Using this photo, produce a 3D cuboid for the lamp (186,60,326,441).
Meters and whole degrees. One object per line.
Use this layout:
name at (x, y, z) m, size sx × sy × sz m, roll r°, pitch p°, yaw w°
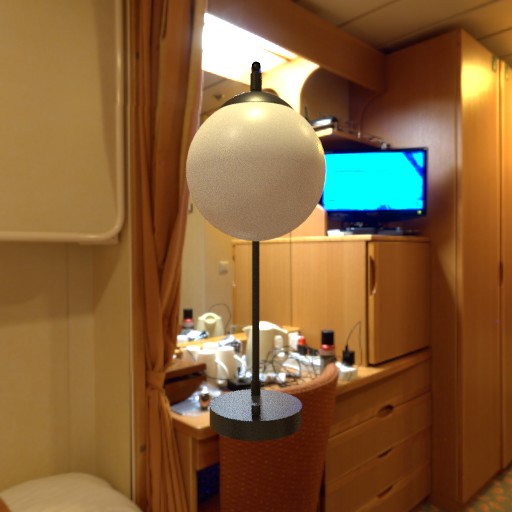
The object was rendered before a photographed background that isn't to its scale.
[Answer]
lamp at (0.000, 0.000, 0.691) m, size 0.197 × 0.559 × 0.316 m, roll 0°, pitch 1°, yaw 0°
